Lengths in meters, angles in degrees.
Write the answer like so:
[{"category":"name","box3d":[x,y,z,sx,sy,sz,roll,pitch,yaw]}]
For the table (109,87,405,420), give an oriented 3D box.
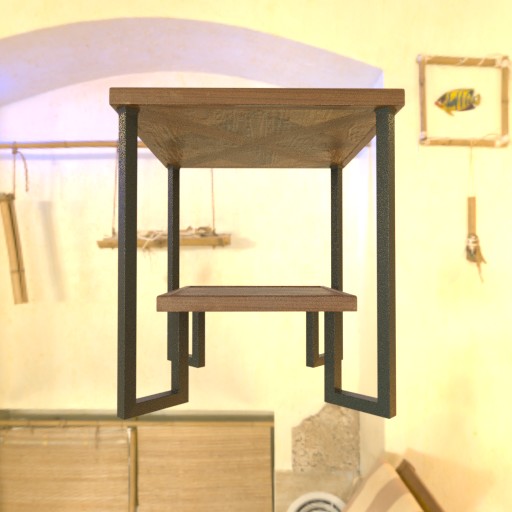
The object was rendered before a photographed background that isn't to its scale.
[{"category":"table","box3d":[0.000,0.000,0.997,0.503,0.563,0.503,0,-1,-1]}]
